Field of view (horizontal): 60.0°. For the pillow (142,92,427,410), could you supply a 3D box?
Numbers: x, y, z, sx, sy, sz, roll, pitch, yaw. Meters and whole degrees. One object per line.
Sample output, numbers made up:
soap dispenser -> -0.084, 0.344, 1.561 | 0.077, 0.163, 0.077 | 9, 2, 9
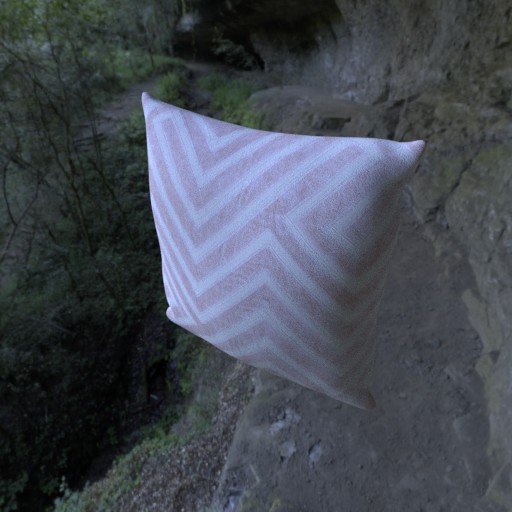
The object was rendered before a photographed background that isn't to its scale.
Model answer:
pillow -> 0.000, 0.000, 0.683 | 0.440, 0.441, 0.182 | 19, 36, 29
